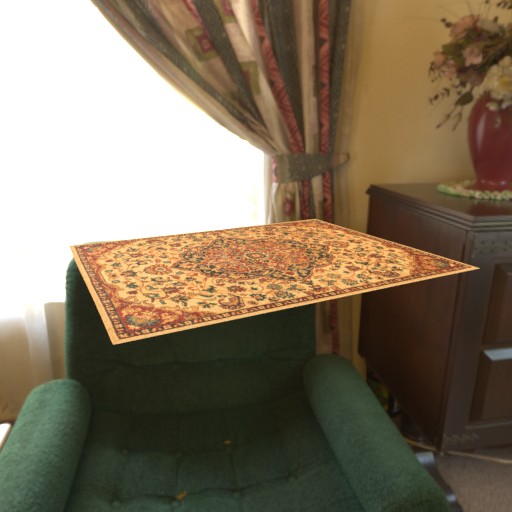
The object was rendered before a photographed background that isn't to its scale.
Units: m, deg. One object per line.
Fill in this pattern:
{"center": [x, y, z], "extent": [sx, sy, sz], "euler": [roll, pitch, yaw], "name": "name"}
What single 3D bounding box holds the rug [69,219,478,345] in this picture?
{"center": [0.000, 0.000, 4.187], "extent": [3.067, 0.005, 2.454], "euler": [-8, 18, -26], "name": "rug"}
